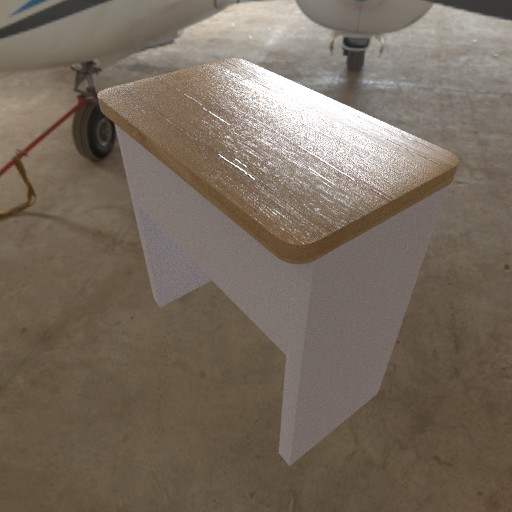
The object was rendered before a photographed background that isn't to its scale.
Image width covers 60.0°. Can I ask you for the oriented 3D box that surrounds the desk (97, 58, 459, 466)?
[{"bbox_3d":[0.000,0.000,1.235,0.440,0.790,0.760,-27,49,-27],"label":"desk"}]
